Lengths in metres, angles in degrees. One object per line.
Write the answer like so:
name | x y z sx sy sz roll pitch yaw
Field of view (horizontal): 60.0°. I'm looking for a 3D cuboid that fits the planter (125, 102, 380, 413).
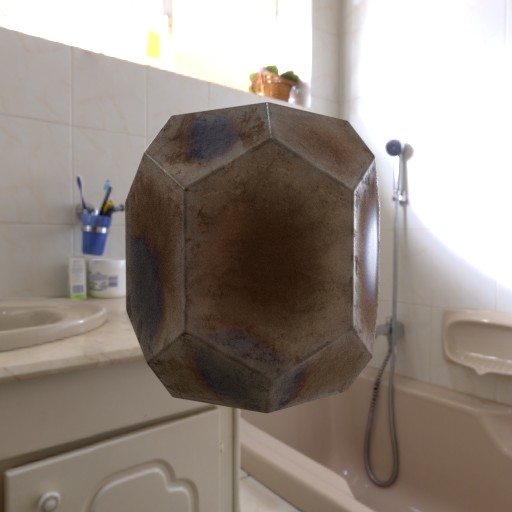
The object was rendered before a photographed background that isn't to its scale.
planter | 0.000 0.000 0.423 0.221 0.238 0.243 -1 2 -36
